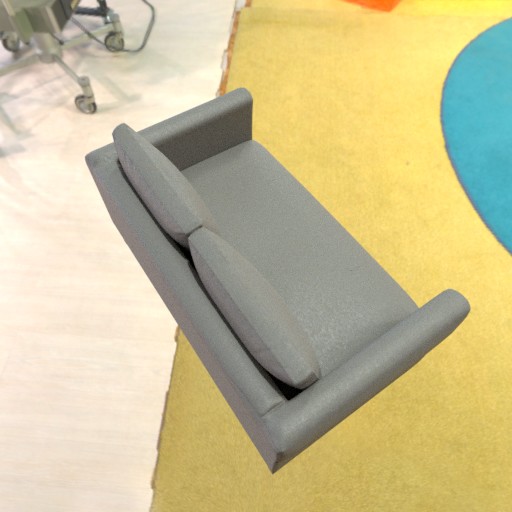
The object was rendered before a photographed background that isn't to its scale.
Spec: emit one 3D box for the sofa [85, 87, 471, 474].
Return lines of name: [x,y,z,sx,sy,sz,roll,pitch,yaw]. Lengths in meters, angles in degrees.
sofa: [0.000,0.000,2.071,0.899,0.873,1.598,-30,62,-18]
